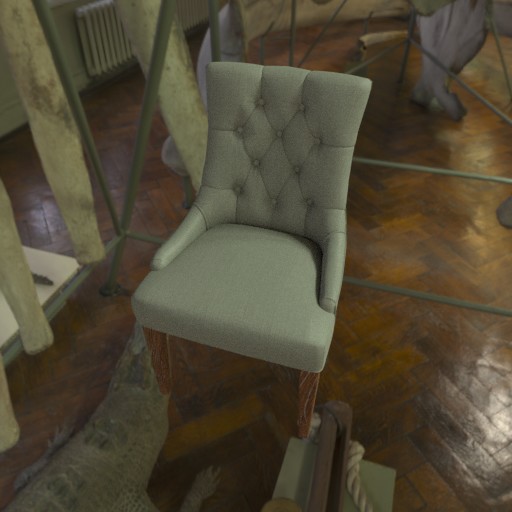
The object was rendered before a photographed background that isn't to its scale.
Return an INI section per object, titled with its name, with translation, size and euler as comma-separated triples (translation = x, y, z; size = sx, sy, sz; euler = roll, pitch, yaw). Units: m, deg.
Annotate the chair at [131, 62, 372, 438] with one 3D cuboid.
[chair]
translation = 0.000, 0.000, 1.238
size = 0.509, 0.874, 0.565
euler = 12, 42, 14
